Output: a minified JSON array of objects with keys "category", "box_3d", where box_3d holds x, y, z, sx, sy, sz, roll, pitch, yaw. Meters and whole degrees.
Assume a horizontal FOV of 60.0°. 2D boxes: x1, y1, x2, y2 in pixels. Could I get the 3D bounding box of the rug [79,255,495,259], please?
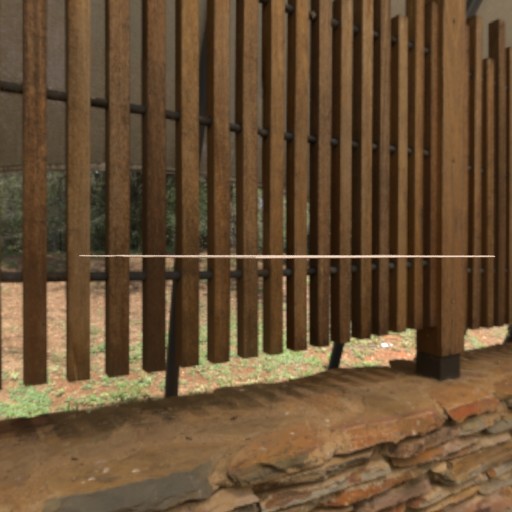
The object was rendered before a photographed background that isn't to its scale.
[{"category":"rug","box_3d":[0.000,0.000,4.289,2.449,0.019,3.357,0,0,-36]}]
